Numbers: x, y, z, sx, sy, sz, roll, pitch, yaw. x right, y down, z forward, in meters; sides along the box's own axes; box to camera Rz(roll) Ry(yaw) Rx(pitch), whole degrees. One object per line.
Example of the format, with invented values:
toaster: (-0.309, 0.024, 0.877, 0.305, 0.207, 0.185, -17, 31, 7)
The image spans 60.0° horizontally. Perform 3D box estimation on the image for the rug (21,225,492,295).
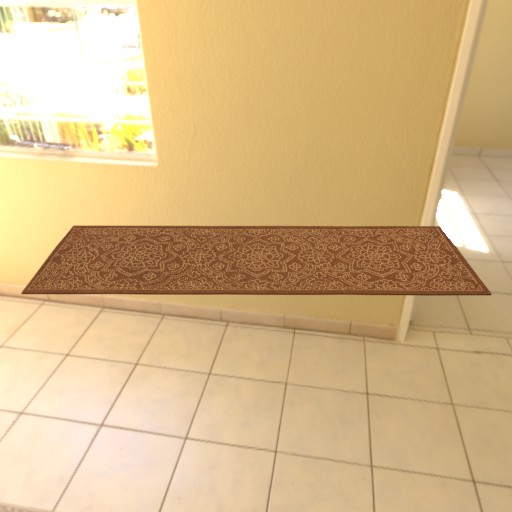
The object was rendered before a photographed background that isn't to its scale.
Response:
rug: (0.000, 0.000, 2.621, 2.448, 0.012, 0.769, 0, 31, 0)
